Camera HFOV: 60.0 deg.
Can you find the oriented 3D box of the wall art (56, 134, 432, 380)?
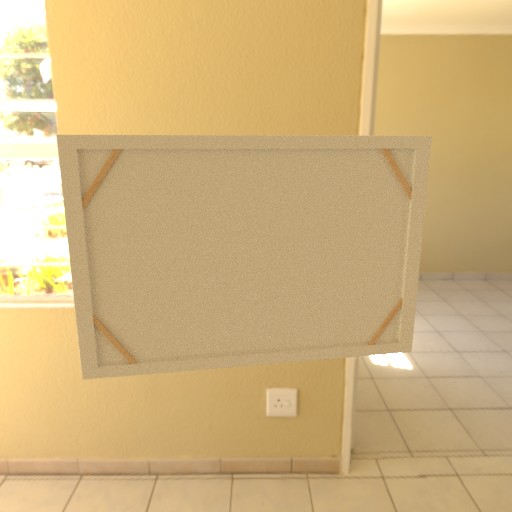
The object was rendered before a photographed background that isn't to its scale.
[{"bbox_3d":[0.000,0.000,1.160,0.914,0.609,0.038,-2,14,-10],"label":"wall art"}]
